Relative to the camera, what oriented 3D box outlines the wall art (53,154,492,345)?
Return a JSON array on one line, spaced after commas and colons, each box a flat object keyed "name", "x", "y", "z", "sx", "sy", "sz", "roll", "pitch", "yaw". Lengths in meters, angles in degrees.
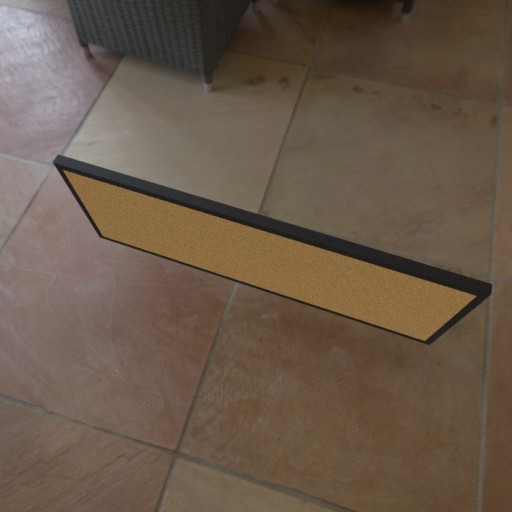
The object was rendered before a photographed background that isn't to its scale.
[{"name": "wall art", "x": 0.000, "y": 0.000, "z": 1.759, "sx": 1.572, "sy": 0.554, "sz": 0.041, "roll": 17, "pitch": 64, "yaw": 9}]
